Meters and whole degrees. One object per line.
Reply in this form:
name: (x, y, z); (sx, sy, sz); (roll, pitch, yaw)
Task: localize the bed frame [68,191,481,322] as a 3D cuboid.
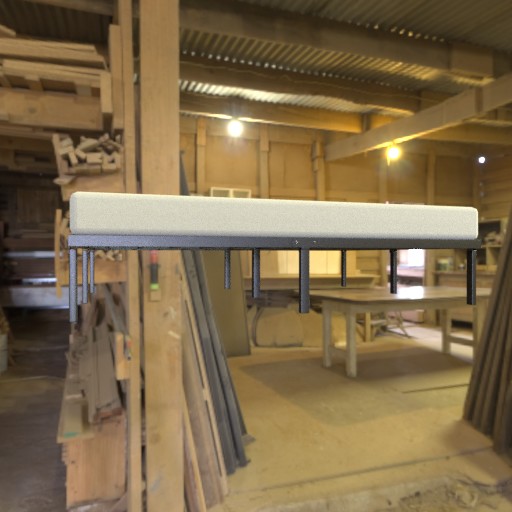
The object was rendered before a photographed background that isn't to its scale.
bed frame: (0.000, 0.000, 3.593); (2.635, 0.680, 1.990); (0, 0, -17)
